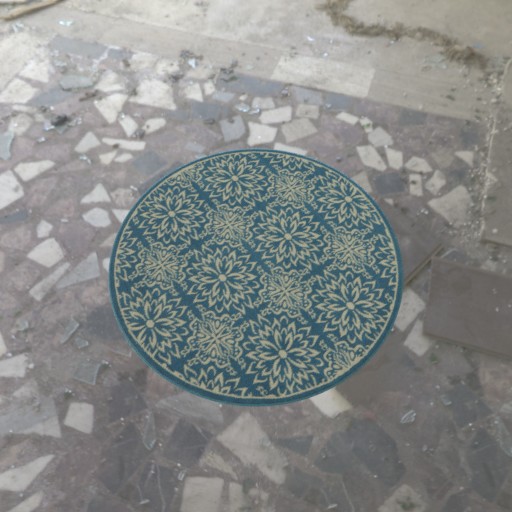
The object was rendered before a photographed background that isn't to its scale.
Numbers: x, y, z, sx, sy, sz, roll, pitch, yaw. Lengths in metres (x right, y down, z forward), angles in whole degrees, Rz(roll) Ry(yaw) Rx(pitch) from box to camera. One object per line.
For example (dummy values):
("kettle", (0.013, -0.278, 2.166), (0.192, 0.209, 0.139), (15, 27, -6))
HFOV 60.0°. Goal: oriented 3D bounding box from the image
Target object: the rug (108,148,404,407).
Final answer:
("rug", (0.000, 0.000, 2.423), (1.593, 0.012, 1.593), (0, 59, 0))
